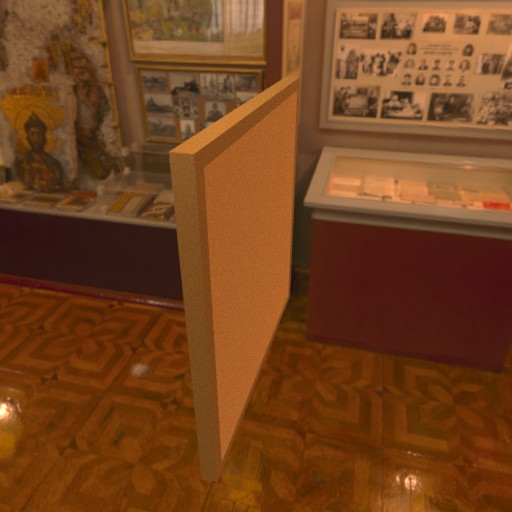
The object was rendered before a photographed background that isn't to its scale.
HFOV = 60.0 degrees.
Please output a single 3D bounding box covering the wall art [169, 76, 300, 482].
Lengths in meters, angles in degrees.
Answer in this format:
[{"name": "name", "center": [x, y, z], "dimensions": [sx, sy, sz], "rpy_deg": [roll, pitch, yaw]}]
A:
[{"name": "wall art", "center": [0.000, 0.000, 2.885], "dimensions": [0.099, 1.926, 1.926], "rpy_deg": [8, 31, 14]}]
